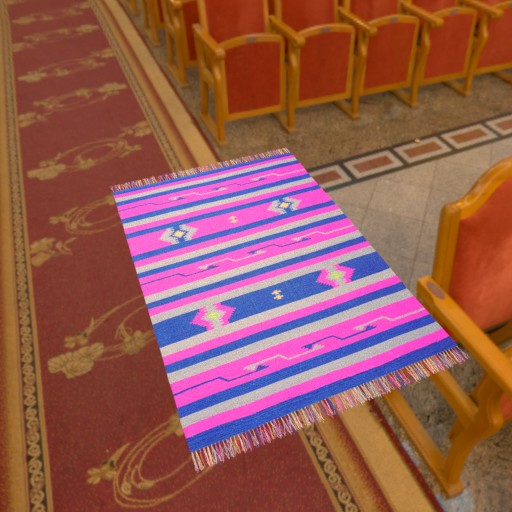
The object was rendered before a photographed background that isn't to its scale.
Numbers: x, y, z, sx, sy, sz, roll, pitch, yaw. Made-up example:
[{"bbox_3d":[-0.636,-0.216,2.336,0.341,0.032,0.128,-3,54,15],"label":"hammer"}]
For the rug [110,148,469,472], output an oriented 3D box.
[{"bbox_3d":[0.000,0.000,2.933,1.539,0.013,2.350,-16,47,-16],"label":"rug"}]
